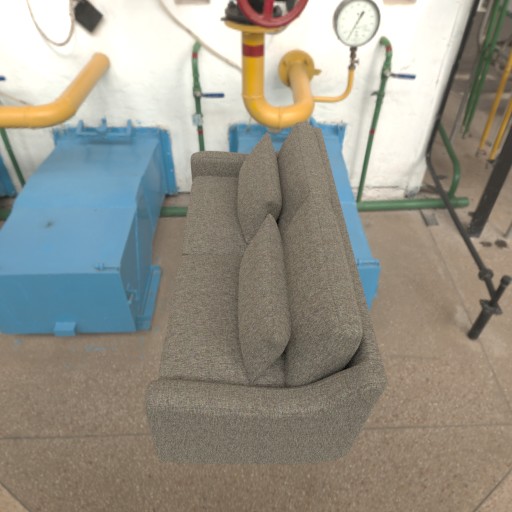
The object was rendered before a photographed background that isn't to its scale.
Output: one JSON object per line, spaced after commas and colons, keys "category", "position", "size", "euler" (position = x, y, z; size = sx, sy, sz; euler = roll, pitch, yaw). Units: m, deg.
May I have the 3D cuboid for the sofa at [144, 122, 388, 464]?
{"category": "sofa", "position": [0.000, 0.000, 2.978], "size": [1.103, 0.998, 2.418], "euler": [0, 42, 0]}
